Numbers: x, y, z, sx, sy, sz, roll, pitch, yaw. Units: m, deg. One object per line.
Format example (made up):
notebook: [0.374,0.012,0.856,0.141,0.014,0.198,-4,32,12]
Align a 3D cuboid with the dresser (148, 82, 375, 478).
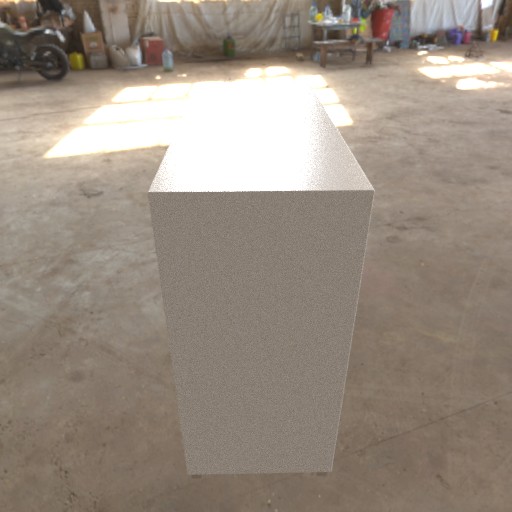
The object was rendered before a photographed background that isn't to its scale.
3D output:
dresser: [0.000,0.000,1.625,0.460,1.000,1.100,-1,32,-1]
